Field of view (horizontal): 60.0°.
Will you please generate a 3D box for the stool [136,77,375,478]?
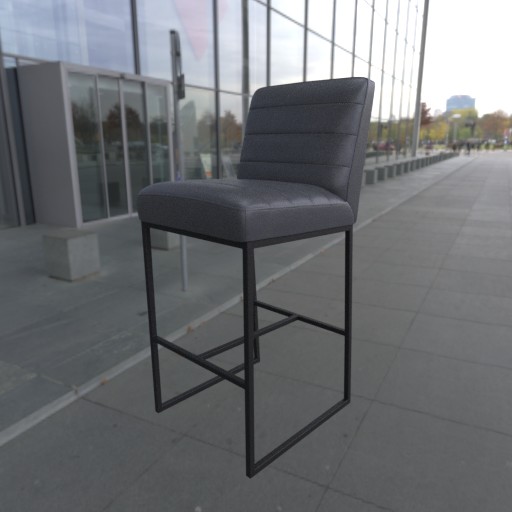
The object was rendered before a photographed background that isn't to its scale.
[{"bbox_3d":[0.000,0.000,1.357,0.457,1.040,0.552,13,20,42],"label":"stool"}]
